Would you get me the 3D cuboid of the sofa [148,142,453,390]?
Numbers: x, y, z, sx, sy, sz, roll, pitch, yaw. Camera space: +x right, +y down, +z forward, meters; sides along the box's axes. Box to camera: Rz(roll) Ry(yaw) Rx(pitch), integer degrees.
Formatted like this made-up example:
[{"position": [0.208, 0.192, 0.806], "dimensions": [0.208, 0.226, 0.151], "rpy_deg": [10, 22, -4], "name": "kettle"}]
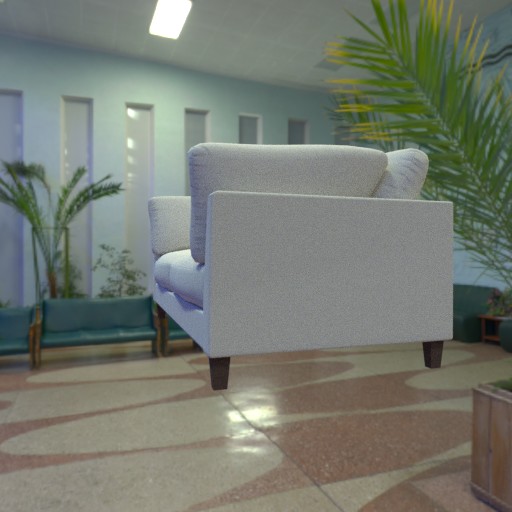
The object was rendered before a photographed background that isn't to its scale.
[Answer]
[{"position": [0.000, 0.000, 2.304], "dimensions": [0.970, 0.836, 1.776], "rpy_deg": [0, 0, -19], "name": "sofa"}]
